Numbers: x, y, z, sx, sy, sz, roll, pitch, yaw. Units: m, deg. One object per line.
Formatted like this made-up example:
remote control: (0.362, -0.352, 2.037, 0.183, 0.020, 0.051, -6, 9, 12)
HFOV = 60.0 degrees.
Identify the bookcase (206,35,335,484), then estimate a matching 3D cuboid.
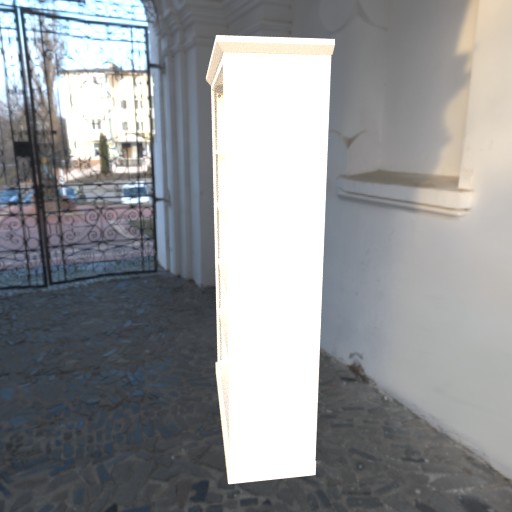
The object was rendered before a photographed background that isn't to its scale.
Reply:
bookcase: (0.000, 0.000, 2.319, 0.432, 1.880, 1.050, -2, 15, -8)
